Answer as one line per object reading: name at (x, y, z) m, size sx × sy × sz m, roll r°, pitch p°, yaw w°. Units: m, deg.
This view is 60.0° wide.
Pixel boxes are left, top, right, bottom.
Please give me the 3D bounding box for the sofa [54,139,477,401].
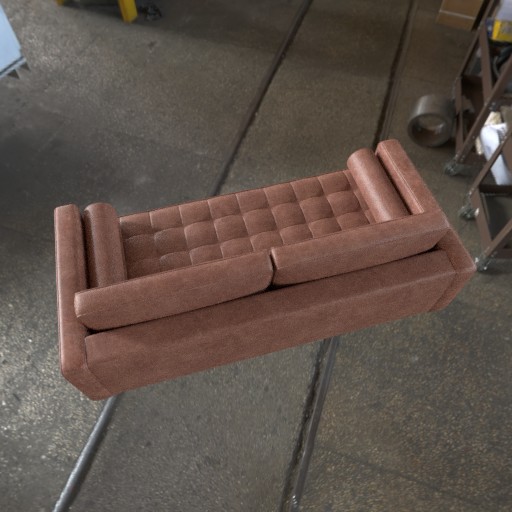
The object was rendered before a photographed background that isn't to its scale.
sofa at (0.000, 0.000, 2.265) m, size 1.870 × 0.760 × 0.910 m, roll -13°, pitch 59°, yaw -8°
